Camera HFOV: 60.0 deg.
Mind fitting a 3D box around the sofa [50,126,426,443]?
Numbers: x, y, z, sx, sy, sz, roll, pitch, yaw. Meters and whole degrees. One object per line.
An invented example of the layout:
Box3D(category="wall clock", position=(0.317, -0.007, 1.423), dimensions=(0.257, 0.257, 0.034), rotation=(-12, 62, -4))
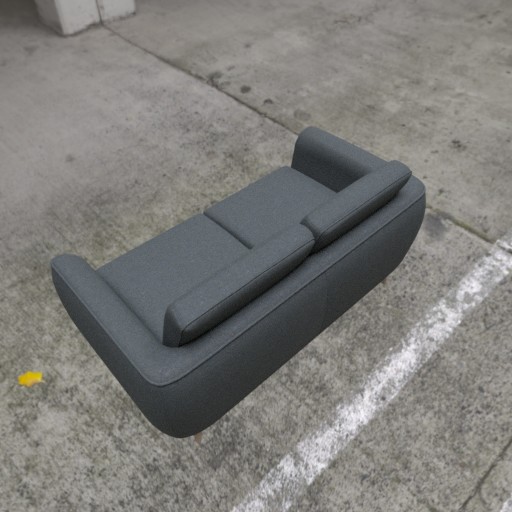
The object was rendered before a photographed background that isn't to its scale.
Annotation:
Box3D(category="sofa", position=(0.000, 0.000, 2.215), dimensions=(1.700, 0.850, 0.920), rotation=(-33, 55, -28))
